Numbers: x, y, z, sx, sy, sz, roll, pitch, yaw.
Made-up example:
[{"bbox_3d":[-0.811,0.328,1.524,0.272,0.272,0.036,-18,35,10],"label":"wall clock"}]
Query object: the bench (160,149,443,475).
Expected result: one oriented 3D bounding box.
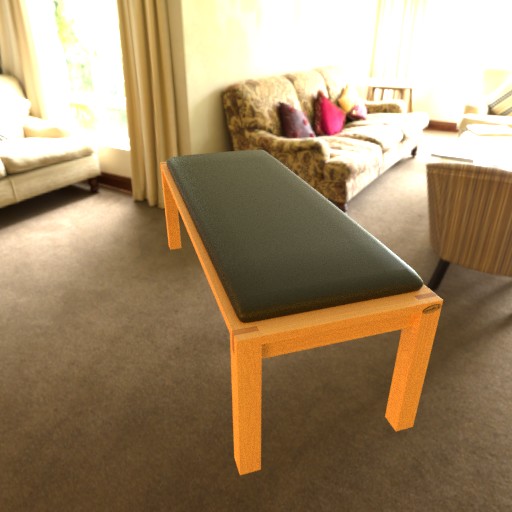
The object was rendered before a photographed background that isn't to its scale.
[{"bbox_3d":[0.000,0.000,1.453,0.450,0.430,1.202,-8,29,-15],"label":"bench"}]
